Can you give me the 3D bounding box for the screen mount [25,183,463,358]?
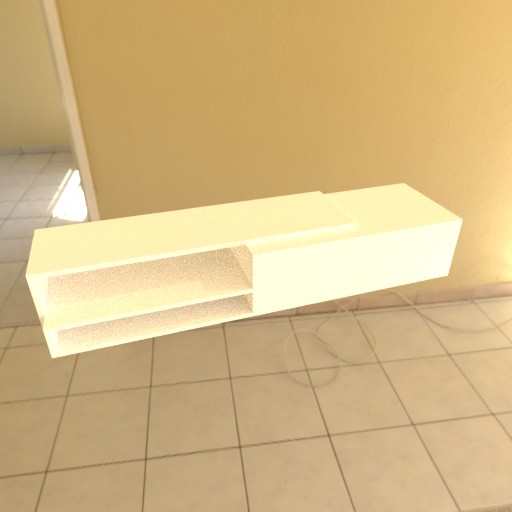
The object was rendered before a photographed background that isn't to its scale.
[{"bbox_3d":[0.000,0.000,1.868,1.680,0.320,0.420,-10,33,-16],"label":"screen mount"}]
